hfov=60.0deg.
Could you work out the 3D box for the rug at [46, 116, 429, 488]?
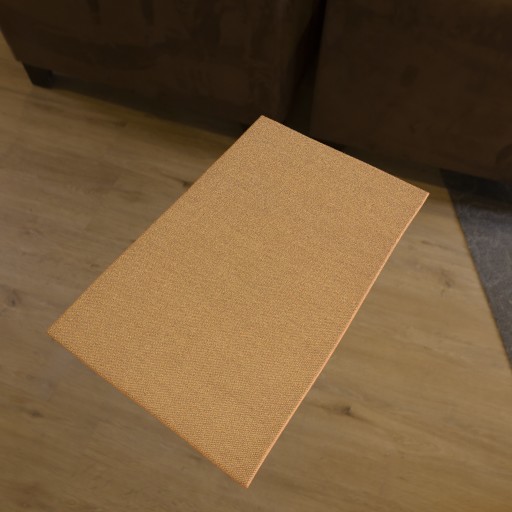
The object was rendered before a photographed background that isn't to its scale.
[{"bbox_3d":[0.000,0.000,2.126,1.078,0.013,1.678,30,63,17],"label":"rug"}]
